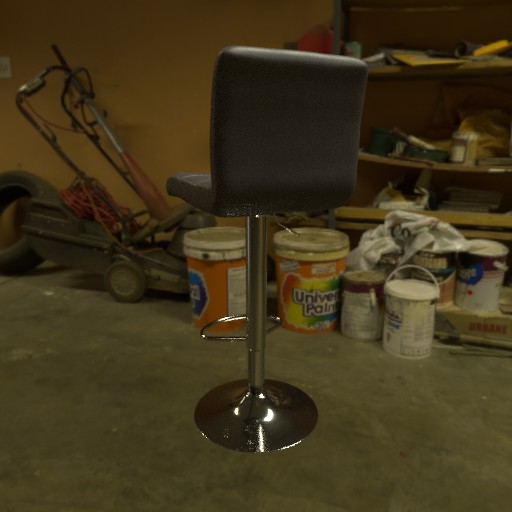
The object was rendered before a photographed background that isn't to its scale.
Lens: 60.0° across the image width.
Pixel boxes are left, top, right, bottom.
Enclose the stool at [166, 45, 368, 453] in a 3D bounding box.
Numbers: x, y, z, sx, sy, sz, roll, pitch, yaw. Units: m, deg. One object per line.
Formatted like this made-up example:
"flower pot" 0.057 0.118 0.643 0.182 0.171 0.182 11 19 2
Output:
"stool" 0.000 0.000 1.390 0.430 1.115 0.505 -7 16 -26
